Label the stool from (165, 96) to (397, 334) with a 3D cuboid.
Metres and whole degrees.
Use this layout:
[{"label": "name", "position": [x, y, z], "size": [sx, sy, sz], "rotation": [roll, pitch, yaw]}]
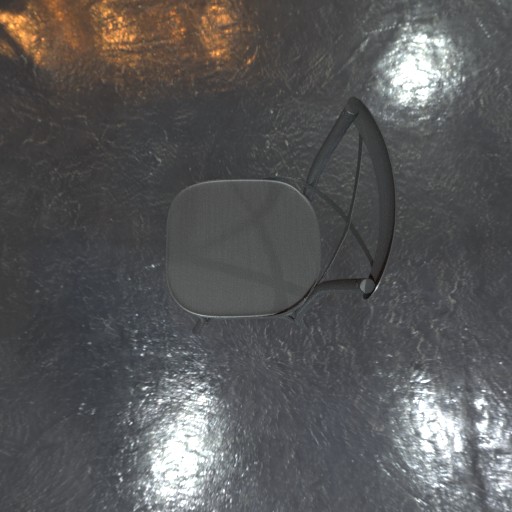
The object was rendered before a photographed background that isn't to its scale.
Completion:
[{"label": "stool", "position": [0.000, 0.000, 1.470], "size": [0.584, 1.168, 0.457], "rotation": [-1, 76, 0]}]
